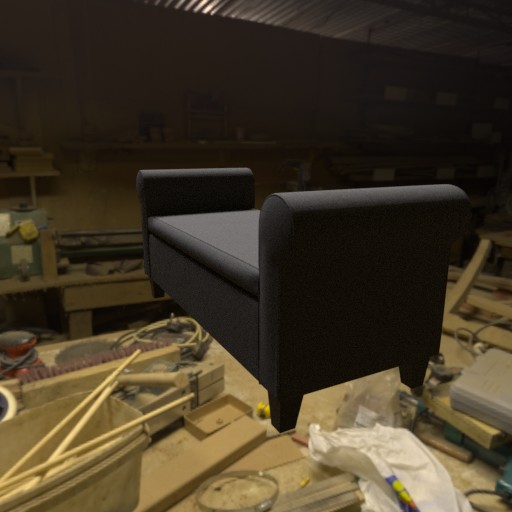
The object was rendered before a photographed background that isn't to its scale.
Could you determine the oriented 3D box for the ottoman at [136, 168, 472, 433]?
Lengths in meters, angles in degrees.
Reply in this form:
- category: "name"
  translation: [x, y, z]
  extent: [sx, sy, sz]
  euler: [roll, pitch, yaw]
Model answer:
- category: "ottoman"
  translation: [0.000, 0.000, 1.526]
  extent: [0.521, 0.547, 1.256]
  euler: [-7, 15, -27]
